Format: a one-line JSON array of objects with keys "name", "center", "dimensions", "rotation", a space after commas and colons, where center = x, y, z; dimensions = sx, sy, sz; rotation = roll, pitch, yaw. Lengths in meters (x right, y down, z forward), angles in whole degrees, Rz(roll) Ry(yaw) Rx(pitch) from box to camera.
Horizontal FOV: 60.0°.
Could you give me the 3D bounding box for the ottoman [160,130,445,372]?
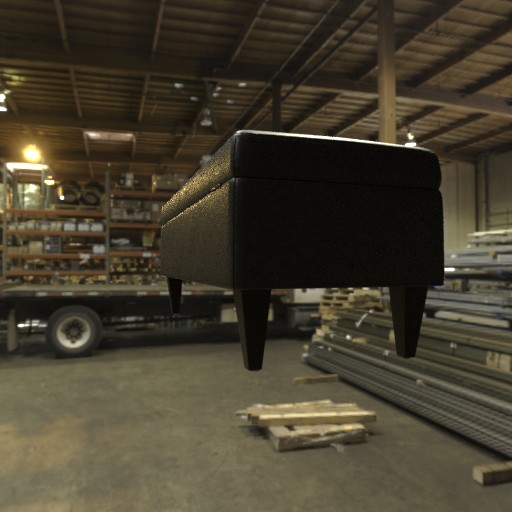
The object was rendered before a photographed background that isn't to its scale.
[{"name": "ottoman", "center": [0.000, 0.000, 1.414], "dimensions": [0.482, 0.469, 1.151], "rotation": [0, -1, -19]}]
